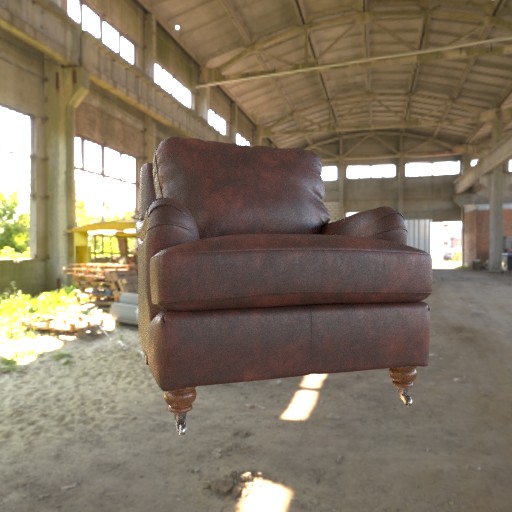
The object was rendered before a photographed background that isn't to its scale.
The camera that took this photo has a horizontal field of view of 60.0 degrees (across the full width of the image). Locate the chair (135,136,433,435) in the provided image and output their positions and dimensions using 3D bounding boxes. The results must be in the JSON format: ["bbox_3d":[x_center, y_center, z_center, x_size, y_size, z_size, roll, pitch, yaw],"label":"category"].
[{"bbox_3d":[0.000,0.000,1.914,0.987,1.051,1.156,0,0,-18],"label":"chair"}]
